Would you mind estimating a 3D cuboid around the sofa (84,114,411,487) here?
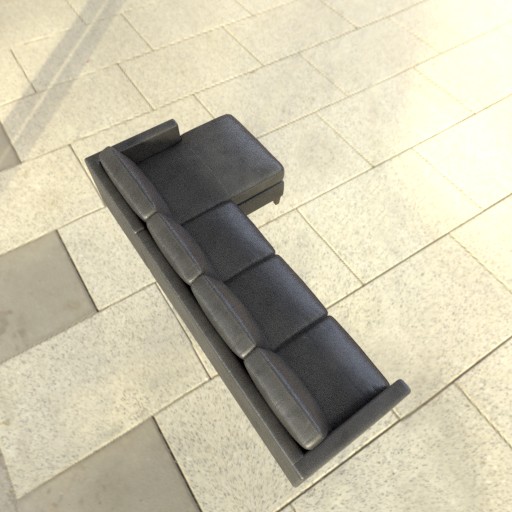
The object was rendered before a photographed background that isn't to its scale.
[{"bbox_3d":[0.000,0.000,3.821,1.581,0.883,3.203,-31,63,-18],"label":"sofa"}]
